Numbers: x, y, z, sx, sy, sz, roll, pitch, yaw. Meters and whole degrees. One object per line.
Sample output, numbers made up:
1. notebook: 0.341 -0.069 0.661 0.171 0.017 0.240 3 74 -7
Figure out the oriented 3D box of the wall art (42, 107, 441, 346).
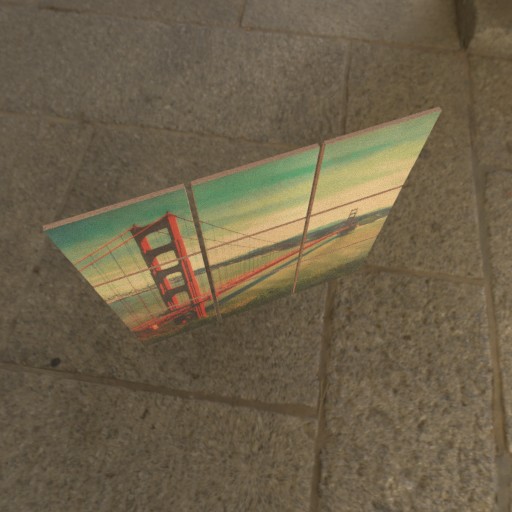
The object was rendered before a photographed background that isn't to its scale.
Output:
1. wall art: 0.000 0.000 1.819 1.217 1.207 0.016 -19 65 -9
